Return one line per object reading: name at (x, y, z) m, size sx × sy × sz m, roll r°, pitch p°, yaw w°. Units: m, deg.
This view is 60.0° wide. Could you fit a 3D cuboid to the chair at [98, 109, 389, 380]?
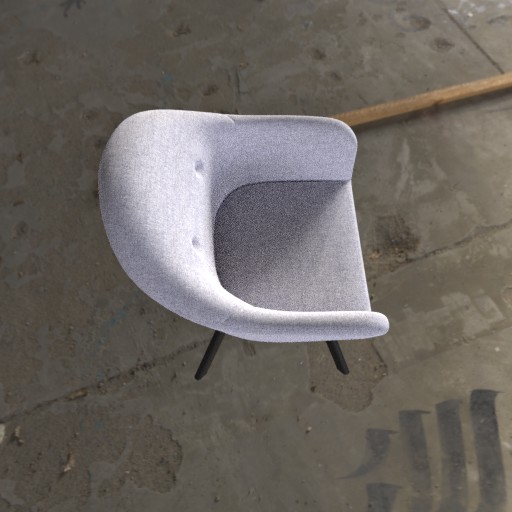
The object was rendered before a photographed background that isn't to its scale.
chair at (0.000, 0.000, 1.134) m, size 0.570 × 0.780 × 0.540 m, roll -2°, pitch 64°, yaw -1°
